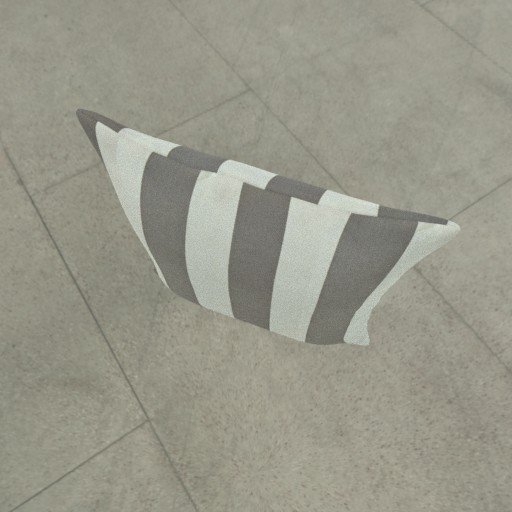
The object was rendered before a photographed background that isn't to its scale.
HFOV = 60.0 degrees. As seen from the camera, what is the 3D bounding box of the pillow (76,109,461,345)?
[{"bbox_3d":[0.000,0.000,0.782,0.522,0.507,0.192,19,65,9],"label":"pillow"}]
